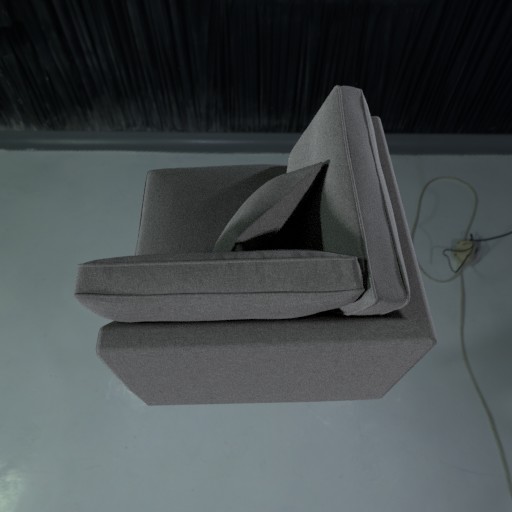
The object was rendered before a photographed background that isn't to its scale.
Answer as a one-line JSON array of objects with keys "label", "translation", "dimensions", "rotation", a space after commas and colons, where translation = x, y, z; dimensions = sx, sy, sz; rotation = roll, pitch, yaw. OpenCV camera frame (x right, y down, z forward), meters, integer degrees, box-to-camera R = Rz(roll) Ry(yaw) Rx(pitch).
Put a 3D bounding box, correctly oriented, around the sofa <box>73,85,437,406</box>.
[{"label": "sofa", "translation": [0.000, 0.000, 1.955], "dimensions": [1.146, 1.002, 1.084], "rotation": [-2, 59, -1]}]
